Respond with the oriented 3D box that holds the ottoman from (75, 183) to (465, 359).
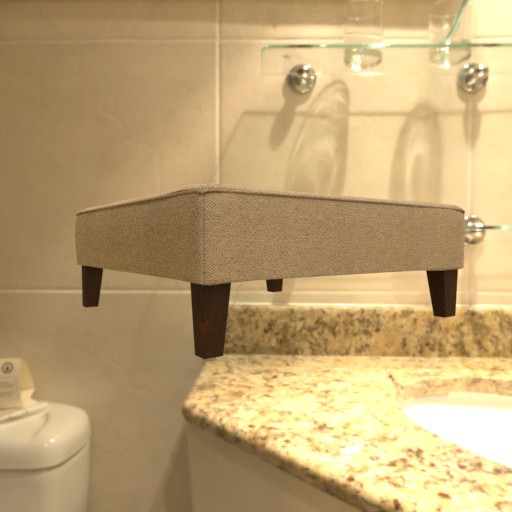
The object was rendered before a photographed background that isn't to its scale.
[{"bbox_3d":[0.000,0.000,1.534,0.973,0.381,0.982,-1,2,-36],"label":"ottoman"}]
